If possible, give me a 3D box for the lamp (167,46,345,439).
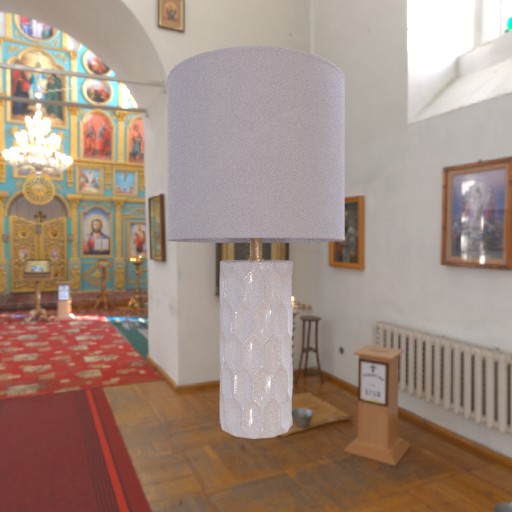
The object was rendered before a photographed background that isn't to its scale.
[{"bbox_3d":[0.000,0.000,0.704,0.277,0.537,0.277,0,0,19],"label":"lamp"}]
